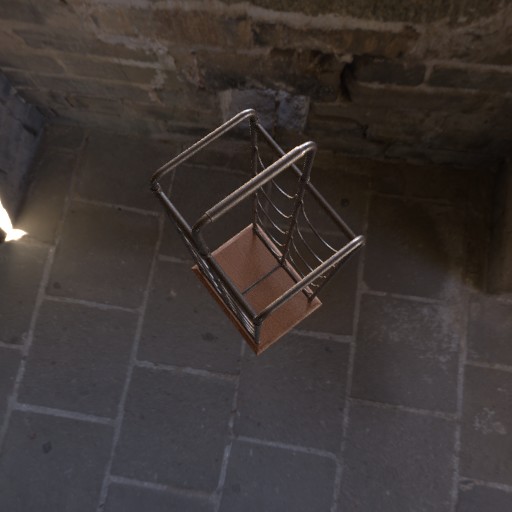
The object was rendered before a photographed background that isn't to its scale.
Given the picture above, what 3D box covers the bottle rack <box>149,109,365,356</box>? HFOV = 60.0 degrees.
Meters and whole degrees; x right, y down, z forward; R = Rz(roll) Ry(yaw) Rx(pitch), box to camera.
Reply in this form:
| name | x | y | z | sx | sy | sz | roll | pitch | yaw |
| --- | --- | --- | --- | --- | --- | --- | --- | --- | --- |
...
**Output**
| name | x | y | z | sx | sy | sz | roll | pitch | yaw |
| --- | --- | --- | --- | --- | --- | --- | --- | --- | --- |
| bottle rack | 0.000 | 0.000 | 0.808 | 0.208 | 0.680 | 0.276 | -37 | 79 | -8 |
